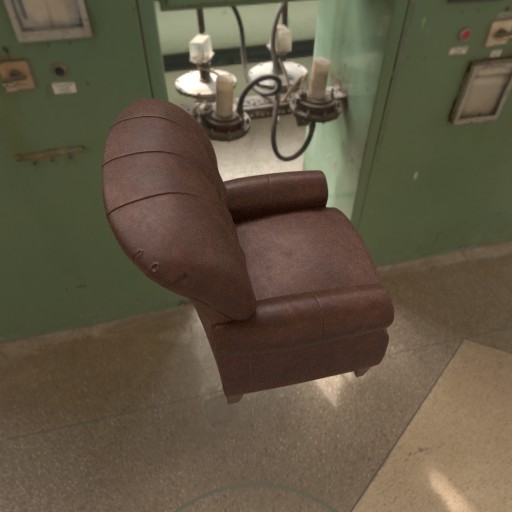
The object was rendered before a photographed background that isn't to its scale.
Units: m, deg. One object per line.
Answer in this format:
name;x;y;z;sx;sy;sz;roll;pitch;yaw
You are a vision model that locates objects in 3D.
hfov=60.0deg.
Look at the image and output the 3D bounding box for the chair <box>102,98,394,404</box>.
chair;0.000;0.000;1.914;1.031;1.162;0.979;-9;48;-9
